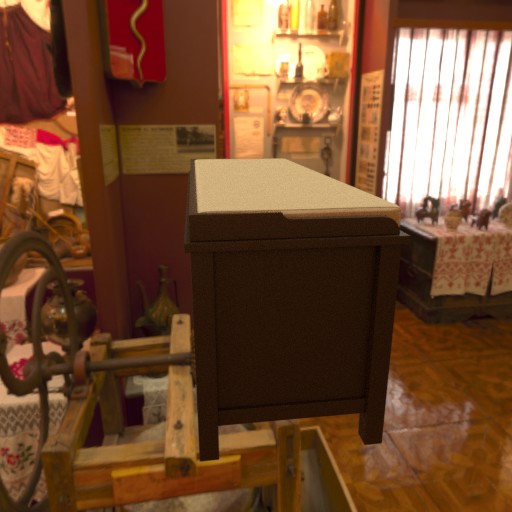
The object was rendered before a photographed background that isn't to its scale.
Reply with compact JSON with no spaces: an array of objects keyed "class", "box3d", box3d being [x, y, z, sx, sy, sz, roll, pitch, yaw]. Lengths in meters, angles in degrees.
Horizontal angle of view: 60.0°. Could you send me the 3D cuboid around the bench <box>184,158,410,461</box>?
[{"class":"bench","box3d":[0.000,0.000,1.363,0.398,0.501,1.140,-2,17,-7]}]
